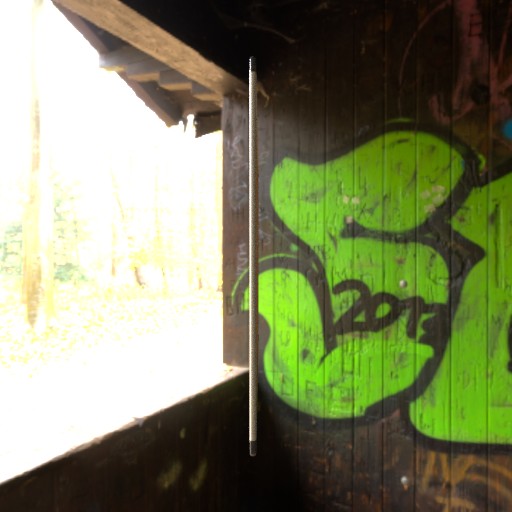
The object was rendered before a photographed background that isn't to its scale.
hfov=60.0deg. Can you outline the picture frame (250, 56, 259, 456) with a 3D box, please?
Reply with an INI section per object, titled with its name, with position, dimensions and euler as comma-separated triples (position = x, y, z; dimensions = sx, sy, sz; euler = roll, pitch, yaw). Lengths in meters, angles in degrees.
[picture frame]
position = 0.000, 0.000, 1.108
dimensions = 0.010, 0.600, 0.900
euler = 0, 0, 1
